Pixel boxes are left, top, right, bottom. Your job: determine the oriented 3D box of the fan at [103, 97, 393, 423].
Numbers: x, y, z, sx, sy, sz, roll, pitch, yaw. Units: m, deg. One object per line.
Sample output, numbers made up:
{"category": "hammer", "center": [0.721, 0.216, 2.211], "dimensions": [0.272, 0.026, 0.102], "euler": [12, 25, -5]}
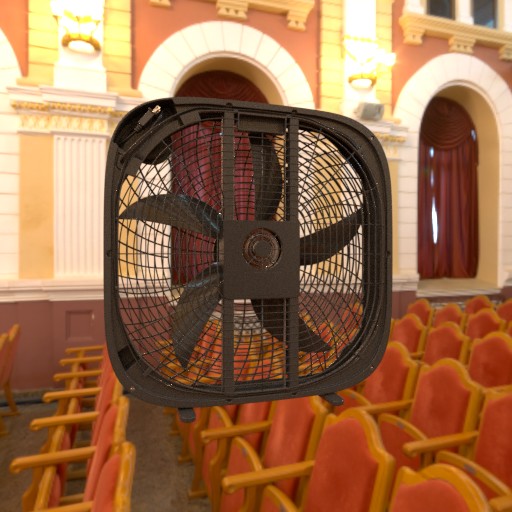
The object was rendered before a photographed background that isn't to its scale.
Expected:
{"category": "fan", "center": [0.000, 0.000, 0.811], "dimensions": [0.526, 0.533, 0.142], "euler": [0, 0, -17]}
